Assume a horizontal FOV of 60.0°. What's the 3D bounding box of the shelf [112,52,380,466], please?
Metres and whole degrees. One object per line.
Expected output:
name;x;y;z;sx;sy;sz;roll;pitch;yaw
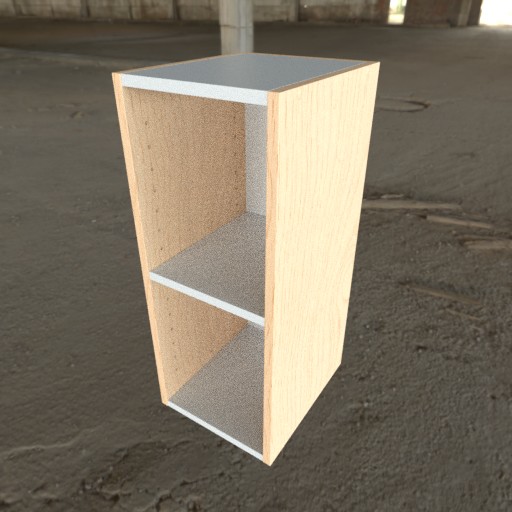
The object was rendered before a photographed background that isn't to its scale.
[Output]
shelf;0.000;0.000;0.758;0.250;0.600;0.290;18;35;28
